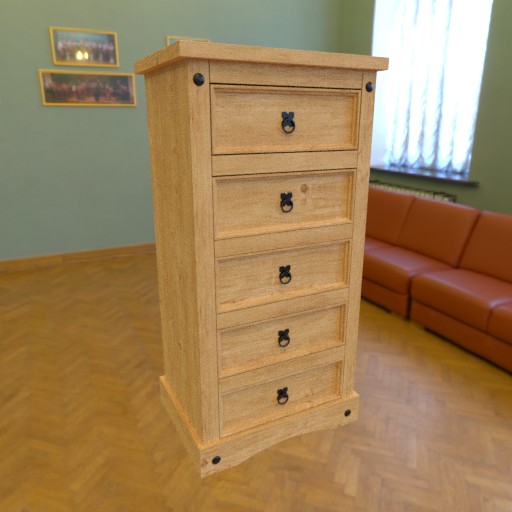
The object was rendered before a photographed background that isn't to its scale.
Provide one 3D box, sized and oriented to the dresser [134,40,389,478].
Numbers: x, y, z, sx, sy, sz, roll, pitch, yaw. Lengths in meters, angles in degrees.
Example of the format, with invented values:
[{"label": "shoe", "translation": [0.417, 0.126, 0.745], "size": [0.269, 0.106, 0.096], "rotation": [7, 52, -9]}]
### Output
[{"label": "dresser", "translation": [0.000, 0.000, 1.280], "size": [0.531, 1.041, 0.390], "rotation": [-8, 19, -26]}]
